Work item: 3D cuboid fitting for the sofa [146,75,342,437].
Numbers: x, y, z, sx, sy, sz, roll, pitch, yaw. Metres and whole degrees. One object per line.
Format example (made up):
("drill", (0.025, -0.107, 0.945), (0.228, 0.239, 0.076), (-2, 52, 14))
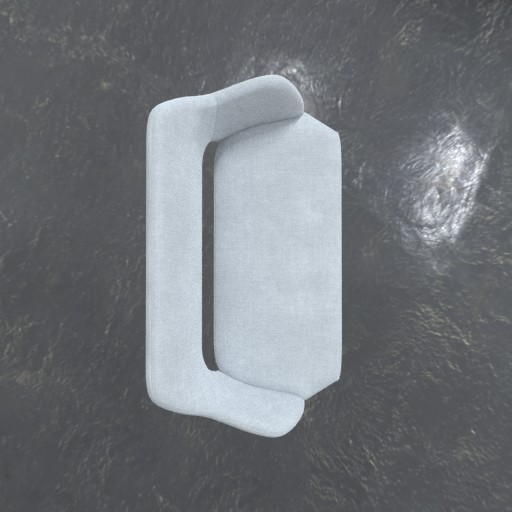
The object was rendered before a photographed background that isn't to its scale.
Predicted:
("sofa", (0.000, 0.000, 1.614), (0.610, 0.840, 1.150), (0, 89, -1))
